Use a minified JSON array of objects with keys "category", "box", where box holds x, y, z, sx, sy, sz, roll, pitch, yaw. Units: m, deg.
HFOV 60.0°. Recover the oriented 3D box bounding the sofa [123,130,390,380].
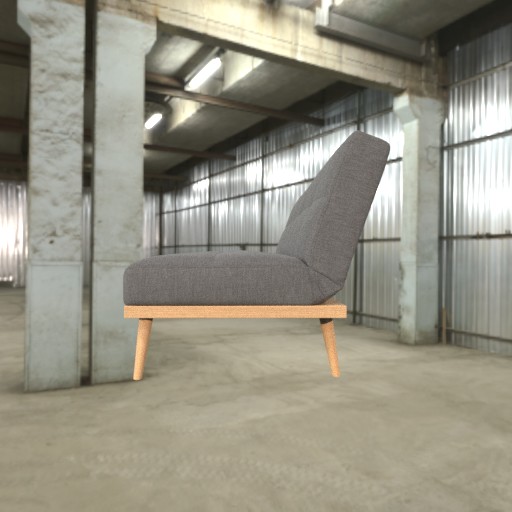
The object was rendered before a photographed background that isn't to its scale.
[{"category":"sofa","box":[0.000,0.000,2.223,0.820,0.770,1.820,0,0,0]}]
